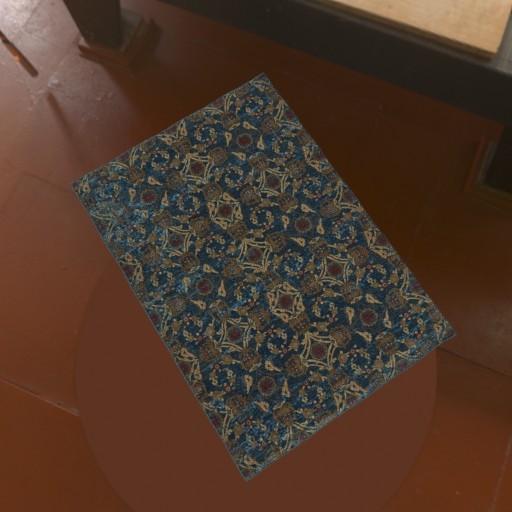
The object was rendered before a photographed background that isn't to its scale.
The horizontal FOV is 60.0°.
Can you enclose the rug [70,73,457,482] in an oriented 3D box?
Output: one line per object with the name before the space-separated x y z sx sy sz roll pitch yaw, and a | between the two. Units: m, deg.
rug | 0.000 0.000 4.301 2.337 0.013 3.291 -32 79 -7
